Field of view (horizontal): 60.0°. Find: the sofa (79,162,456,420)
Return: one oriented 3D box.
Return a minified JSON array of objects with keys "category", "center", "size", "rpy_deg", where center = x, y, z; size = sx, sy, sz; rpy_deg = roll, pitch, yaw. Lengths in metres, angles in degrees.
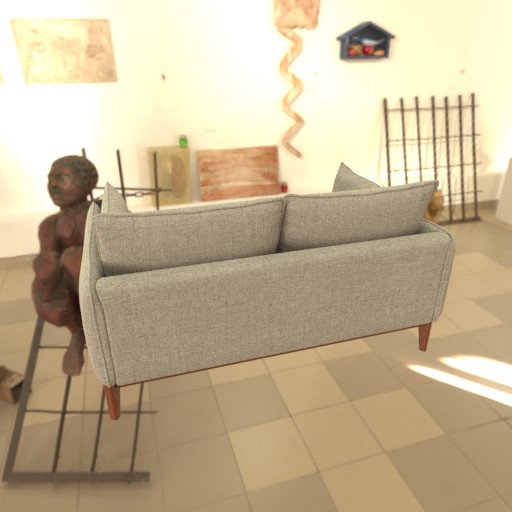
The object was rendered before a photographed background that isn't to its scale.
[{"category":"sofa","center":[0.000,0.000,2.167],"size":[1.580,0.851,0.972],"rpy_deg":[-8,27,-16]}]
